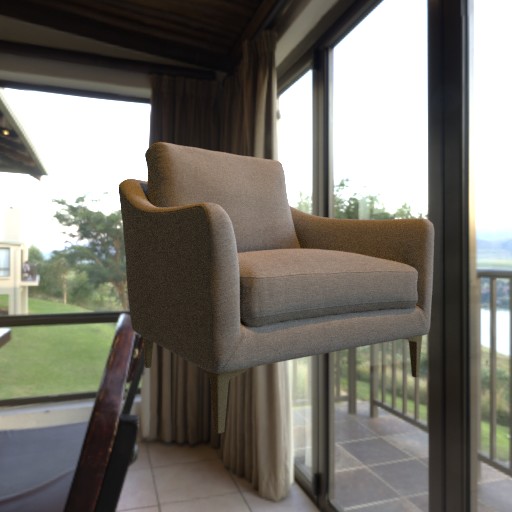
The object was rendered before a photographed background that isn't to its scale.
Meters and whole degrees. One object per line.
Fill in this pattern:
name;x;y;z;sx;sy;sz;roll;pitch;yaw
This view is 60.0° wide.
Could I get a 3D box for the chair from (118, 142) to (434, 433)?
chair;0.000;0.000;1.734;0.986;0.902;0.961;0;0;-37
